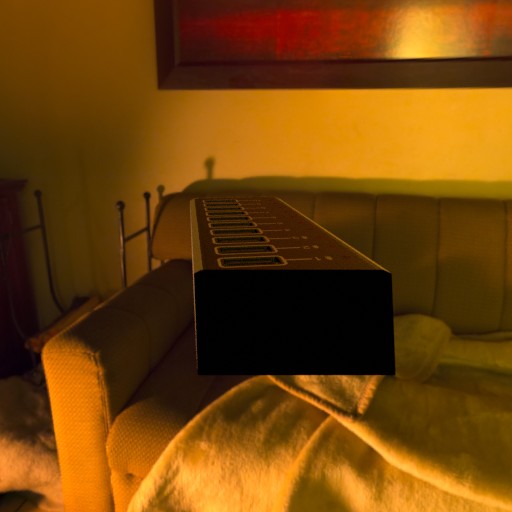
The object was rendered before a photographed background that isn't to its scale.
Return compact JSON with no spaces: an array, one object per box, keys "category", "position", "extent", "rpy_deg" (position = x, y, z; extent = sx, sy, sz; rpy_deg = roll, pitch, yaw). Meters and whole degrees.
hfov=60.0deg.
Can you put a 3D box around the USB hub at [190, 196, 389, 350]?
[{"category":"USB hub","position":[0.000,0.000,0.156],"extent":[0.044,0.023,0.145],"rpy_deg":[-2,15,-8]}]
